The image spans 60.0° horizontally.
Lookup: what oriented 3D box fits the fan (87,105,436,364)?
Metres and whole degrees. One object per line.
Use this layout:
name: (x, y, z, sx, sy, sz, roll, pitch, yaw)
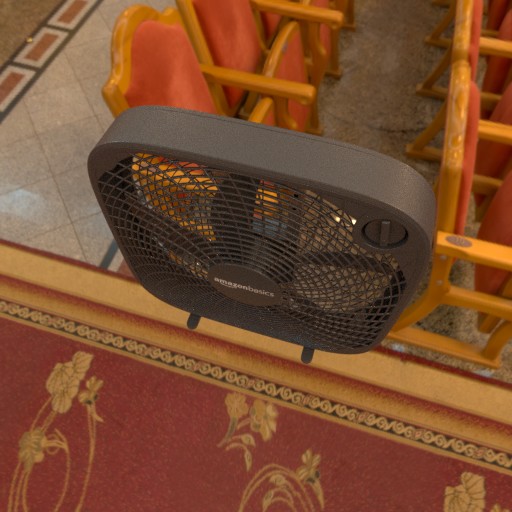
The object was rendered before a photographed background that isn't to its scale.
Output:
fan: (0.000, 0.000, 0.795, 0.526, 0.533, 0.142, 15, 58, 9)
